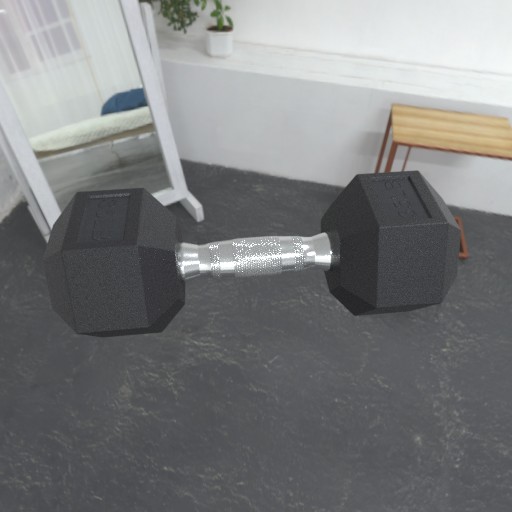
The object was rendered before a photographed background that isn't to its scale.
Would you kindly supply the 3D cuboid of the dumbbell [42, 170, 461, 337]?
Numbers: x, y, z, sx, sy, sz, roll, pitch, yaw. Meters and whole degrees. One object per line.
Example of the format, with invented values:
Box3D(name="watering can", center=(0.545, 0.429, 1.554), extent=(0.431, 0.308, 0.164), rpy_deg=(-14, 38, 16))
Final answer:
Box3D(name="dumbbell", center=(0.000, 0.000, 0.417), extent=(0.356, 0.123, 0.141), rpy_deg=(-4, 48, -4))
